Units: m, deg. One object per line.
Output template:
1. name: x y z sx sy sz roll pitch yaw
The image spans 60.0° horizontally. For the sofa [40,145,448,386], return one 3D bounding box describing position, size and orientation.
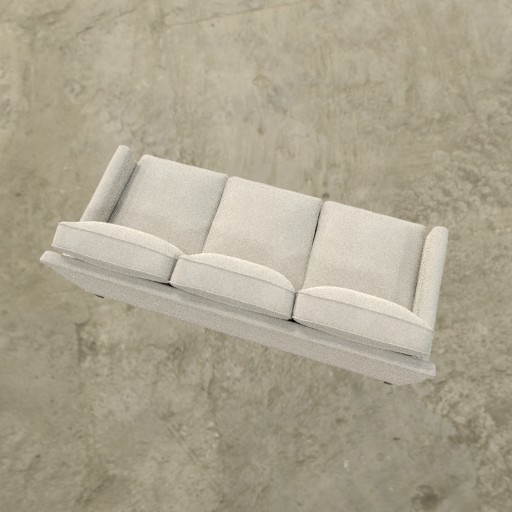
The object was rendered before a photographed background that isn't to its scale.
1. sofa: 0.000 0.000 2.821 2.246 1.003 1.084 15 66 7
